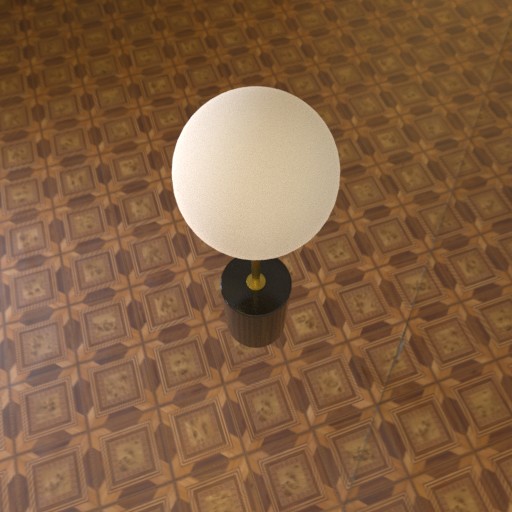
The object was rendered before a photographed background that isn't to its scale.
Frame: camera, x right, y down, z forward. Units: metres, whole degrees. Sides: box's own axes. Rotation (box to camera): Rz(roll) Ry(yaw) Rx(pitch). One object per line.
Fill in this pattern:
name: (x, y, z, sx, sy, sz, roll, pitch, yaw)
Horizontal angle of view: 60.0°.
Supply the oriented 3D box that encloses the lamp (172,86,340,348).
lamp: (0.000, 0.000, 0.555, 0.153, 0.480, 0.153, 0, 63, 0)
